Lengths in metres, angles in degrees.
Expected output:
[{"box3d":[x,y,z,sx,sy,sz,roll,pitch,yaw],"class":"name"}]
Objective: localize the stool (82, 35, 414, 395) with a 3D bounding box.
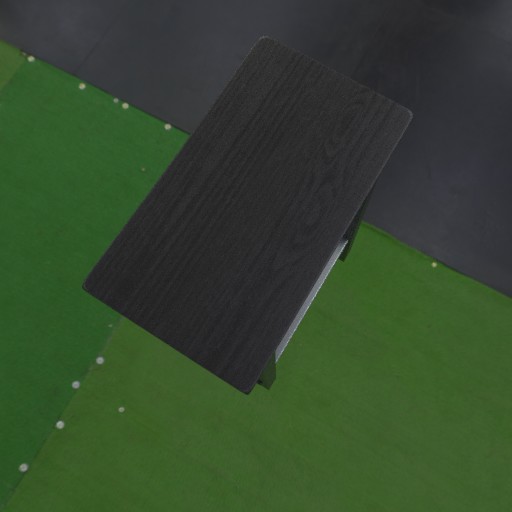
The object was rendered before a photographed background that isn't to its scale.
[{"box3d":[0.000,0.000,0.832,0.322,0.610,0.406,31,78,7],"class":"stool"}]
